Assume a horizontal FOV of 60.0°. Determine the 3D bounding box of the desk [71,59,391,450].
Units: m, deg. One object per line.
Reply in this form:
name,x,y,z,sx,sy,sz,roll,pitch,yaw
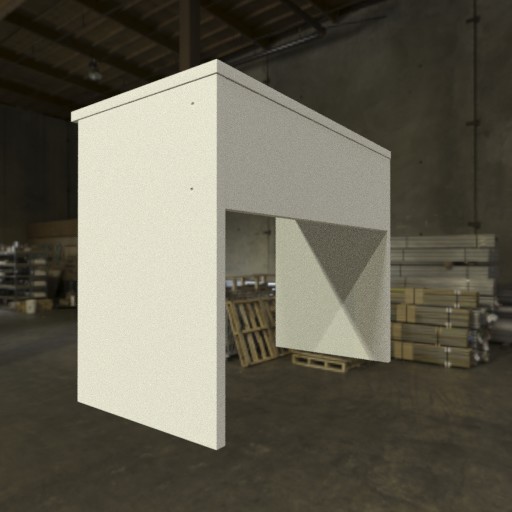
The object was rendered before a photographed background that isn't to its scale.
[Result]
desk,0.000,0.000,1.333,0.498,0.729,0.900,0,0,37
